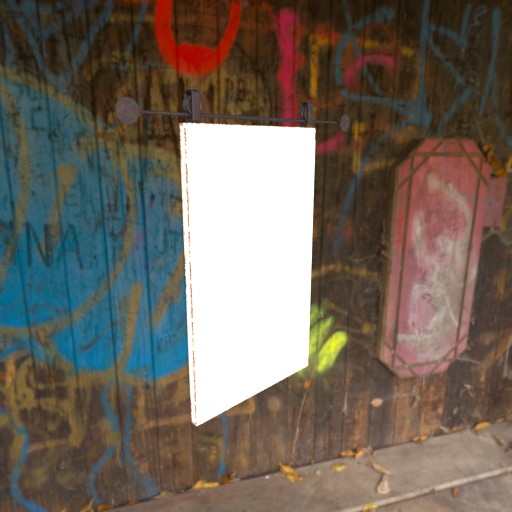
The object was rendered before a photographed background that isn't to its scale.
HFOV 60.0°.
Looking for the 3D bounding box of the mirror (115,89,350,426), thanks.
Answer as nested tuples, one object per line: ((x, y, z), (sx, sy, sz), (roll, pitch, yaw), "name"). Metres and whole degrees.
((0.000, 0.000, 1.240), (0.808, 0.844, 0.037), (-14, 20, -43), "mirror")
